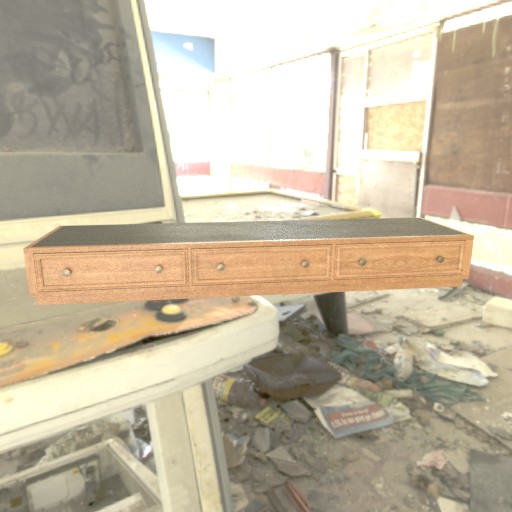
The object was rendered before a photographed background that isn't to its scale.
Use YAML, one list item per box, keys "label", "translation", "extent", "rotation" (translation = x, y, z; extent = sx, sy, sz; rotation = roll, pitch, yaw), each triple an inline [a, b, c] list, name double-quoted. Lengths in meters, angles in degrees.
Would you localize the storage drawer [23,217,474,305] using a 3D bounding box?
- label: "storage drawer"
  translation: [0.000, 0.000, 2.257]
  extent: [2.032, 0.264, 0.538]
  rotation: [-2, 15, -7]
